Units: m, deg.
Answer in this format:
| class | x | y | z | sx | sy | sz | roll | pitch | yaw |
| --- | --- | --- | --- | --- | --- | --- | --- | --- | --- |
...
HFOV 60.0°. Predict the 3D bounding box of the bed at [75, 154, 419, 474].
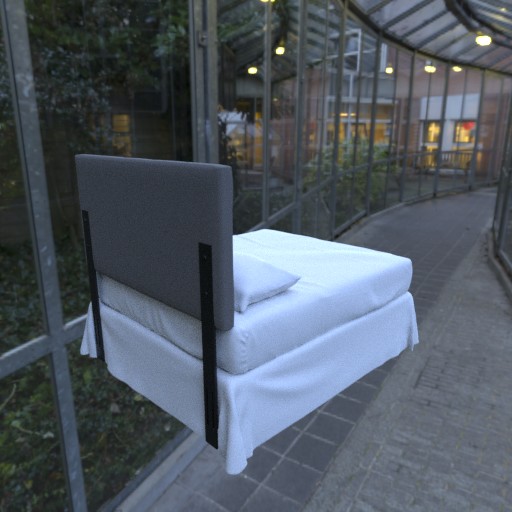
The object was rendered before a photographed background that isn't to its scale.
| class | x | y | z | sx | sy | sz | roll | pitch | yaw |
| --- | --- | --- | --- | --- | --- | --- | --- | --- | --- |
| bed | 0.000 | 0.000 | 3.489 | 2.222 | 1.577 | 1.936 | -15 | 21 | -42 |
